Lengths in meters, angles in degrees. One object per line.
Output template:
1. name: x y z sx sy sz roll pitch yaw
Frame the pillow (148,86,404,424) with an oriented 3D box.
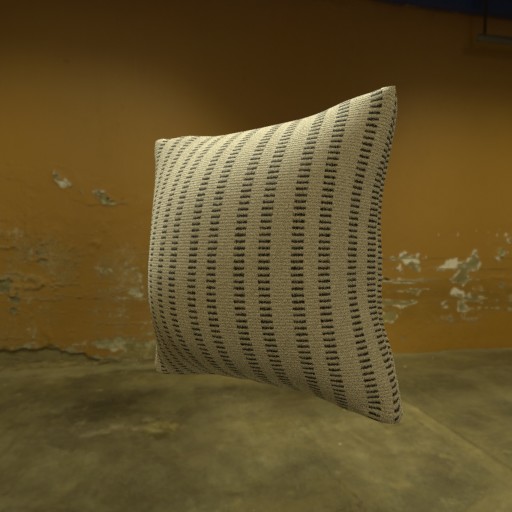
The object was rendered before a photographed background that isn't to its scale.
1. pillow: 0.000 0.000 0.670 0.438 0.419 0.247 0 -1 35
